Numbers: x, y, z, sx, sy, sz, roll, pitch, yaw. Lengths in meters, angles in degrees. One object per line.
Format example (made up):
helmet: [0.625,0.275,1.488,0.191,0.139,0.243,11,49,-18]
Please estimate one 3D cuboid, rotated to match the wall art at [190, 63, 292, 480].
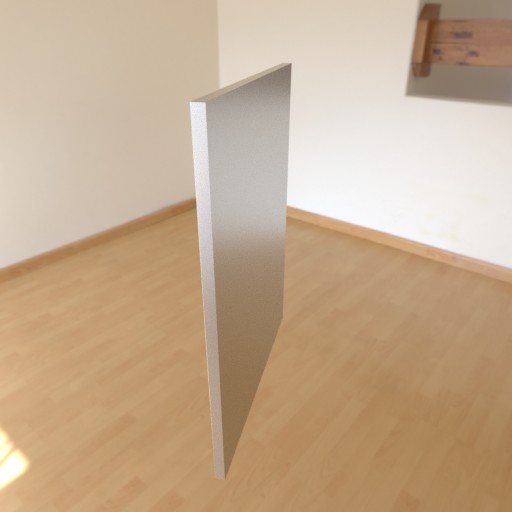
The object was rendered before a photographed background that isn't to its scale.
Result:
wall art: [0.000,0.000,1.386,0.030,1.046,0.816,7,29,13]
